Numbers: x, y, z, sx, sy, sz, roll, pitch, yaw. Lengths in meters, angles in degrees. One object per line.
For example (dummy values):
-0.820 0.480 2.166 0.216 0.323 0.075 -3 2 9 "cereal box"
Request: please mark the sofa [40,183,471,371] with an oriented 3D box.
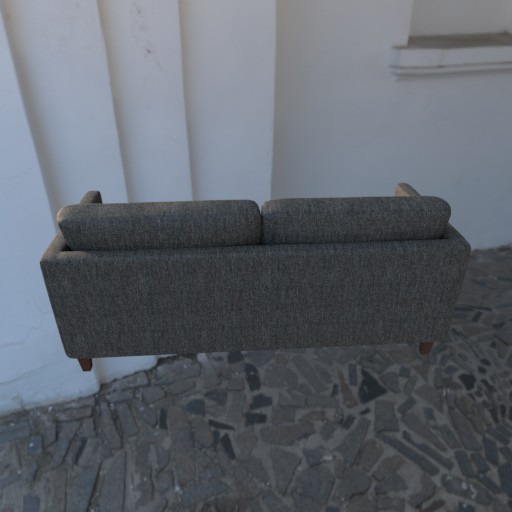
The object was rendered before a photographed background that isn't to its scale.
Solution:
0.000 0.000 2.747 2.208 0.960 0.948 -2 30 -3 "sofa"
